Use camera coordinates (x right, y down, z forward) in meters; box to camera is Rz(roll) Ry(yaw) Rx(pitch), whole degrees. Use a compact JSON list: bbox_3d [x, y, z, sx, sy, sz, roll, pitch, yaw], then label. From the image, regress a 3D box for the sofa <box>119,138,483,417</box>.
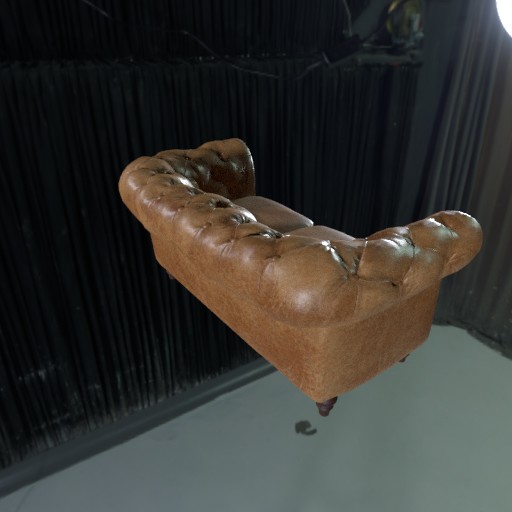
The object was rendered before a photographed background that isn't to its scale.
[{"bbox_3d":[0.000,0.000,2.482,1.042,0.877,1.979,-19,33,-32],"label":"sofa"}]
